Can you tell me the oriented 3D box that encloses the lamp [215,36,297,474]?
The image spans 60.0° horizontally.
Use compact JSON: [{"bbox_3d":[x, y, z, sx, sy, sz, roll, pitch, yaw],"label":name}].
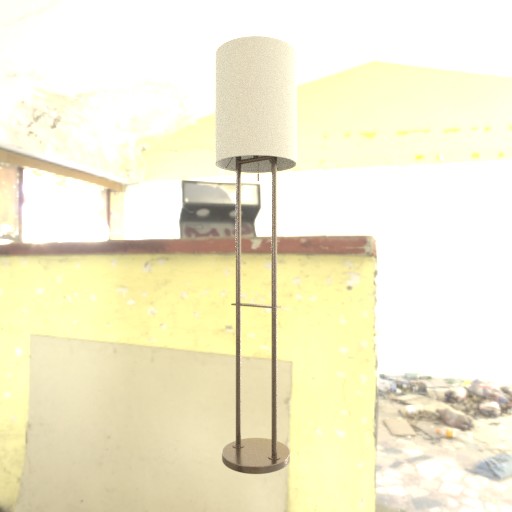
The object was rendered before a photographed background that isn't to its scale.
[{"bbox_3d":[0.000,0.000,1.655,0.306,1.500,0.305,-1,-1,36],"label":"lamp"}]
